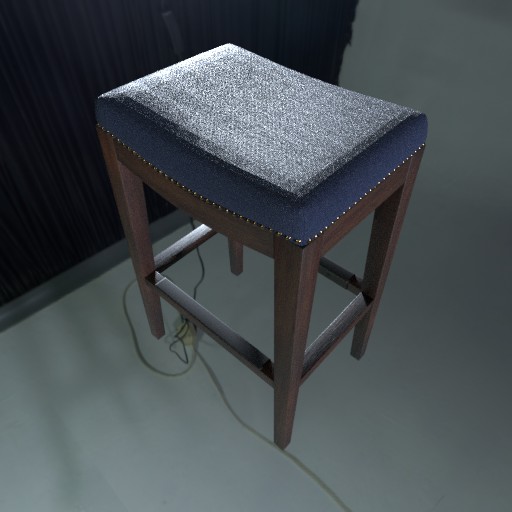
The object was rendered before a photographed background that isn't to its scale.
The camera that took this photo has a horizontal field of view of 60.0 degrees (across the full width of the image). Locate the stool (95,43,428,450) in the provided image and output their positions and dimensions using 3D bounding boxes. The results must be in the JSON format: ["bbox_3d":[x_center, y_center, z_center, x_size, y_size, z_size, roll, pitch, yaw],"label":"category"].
[{"bbox_3d":[0.000,0.000,1.009,0.498,0.740,0.358,33,54,28],"label":"stool"}]
